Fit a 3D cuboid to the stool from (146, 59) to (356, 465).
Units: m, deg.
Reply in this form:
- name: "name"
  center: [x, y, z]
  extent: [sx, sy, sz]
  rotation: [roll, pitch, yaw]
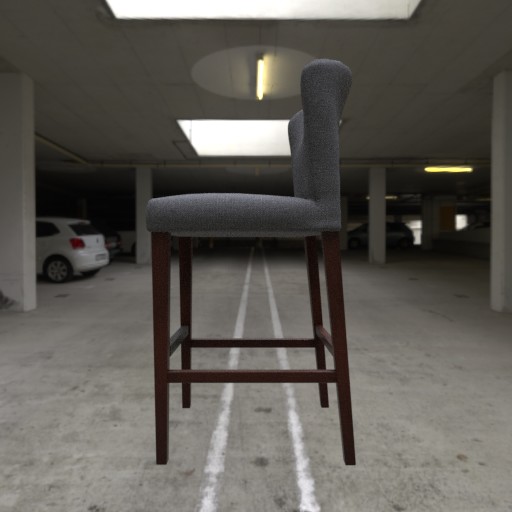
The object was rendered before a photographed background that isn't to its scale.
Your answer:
- name: "stool"
  center: [0.000, 0.000, 1.352]
  extent: [0.568, 1.069, 0.486]
  rotation: [0, 1, 0]
